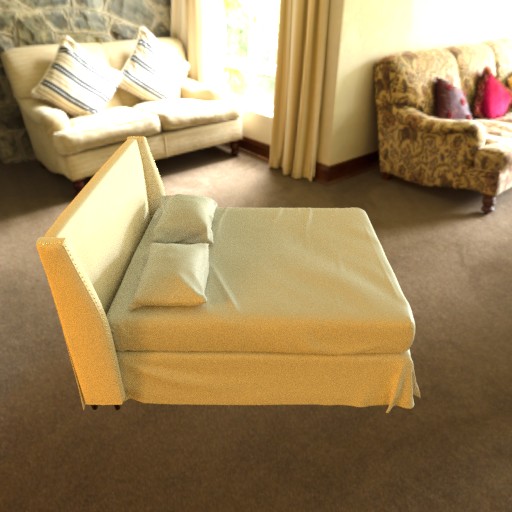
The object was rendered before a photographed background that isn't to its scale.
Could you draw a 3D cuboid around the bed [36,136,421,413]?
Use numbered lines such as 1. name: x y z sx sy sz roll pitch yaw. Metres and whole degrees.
1. bed: 0.000 0.000 3.407 2.276 1.332 1.925 0 32 1
